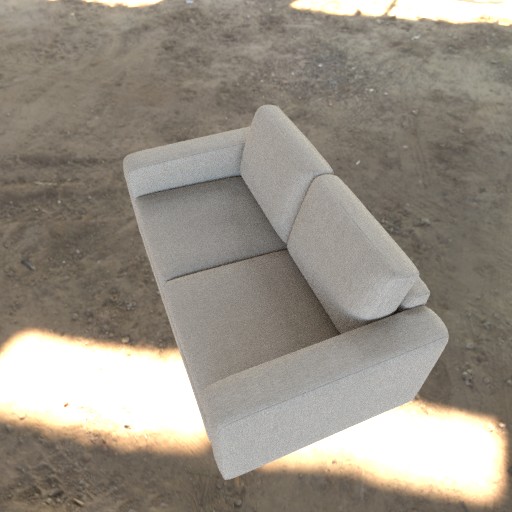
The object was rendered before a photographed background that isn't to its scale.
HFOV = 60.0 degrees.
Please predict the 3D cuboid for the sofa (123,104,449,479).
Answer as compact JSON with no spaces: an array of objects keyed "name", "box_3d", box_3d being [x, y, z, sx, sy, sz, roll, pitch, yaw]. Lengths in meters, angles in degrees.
[{"name":"sofa","box_3d":[0.000,0.000,2.042,0.900,0.800,1.540,-17,50,-15]}]
